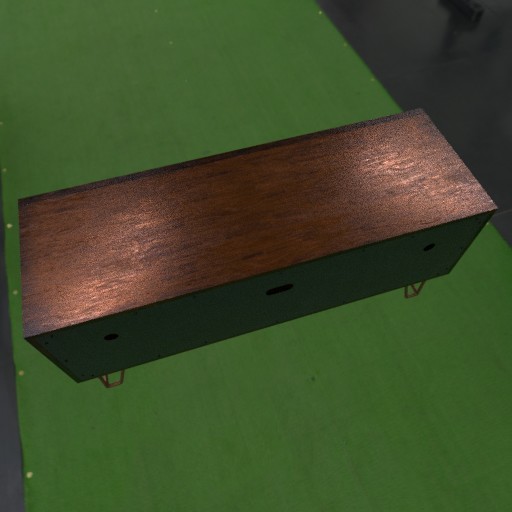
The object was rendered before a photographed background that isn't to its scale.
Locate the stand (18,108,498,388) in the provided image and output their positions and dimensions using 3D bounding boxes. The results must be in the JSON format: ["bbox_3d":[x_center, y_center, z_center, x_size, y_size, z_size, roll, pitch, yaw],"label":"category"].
[{"bbox_3d":[0.000,0.000,1.598,1.372,0.610,0.481,-15,59,-9],"label":"stand"}]
